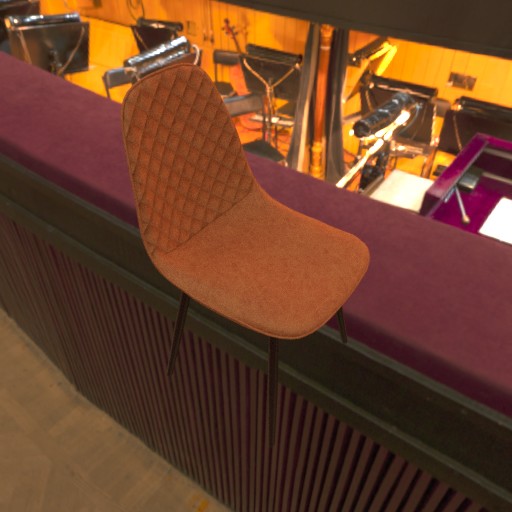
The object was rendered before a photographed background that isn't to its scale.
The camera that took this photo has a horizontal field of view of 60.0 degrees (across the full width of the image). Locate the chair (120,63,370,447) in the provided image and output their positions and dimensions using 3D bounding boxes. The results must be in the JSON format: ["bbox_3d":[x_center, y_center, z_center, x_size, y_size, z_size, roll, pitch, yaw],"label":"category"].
[{"bbox_3d":[0.000,0.000,1.212,0.561,0.889,0.472,25,47,26],"label":"chair"}]
